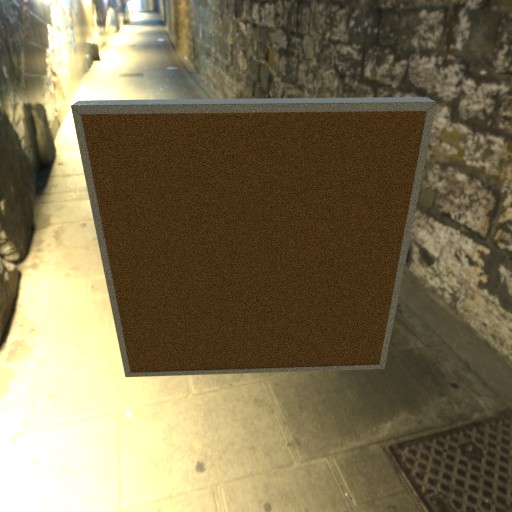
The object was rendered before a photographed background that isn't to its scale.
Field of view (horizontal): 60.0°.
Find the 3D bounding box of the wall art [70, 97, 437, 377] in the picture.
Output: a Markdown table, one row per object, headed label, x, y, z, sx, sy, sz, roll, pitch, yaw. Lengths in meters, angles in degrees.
| label | x | y | z | sx | sy | sz | roll | pitch | yaw |
| --- | --- | --- | --- | --- | --- | --- | --- | --- | --- |
| wall art | 0.000 | 0.000 | 0.756 | 0.508 | 0.508 | 0.037 | -1 | 30 | -2 |
